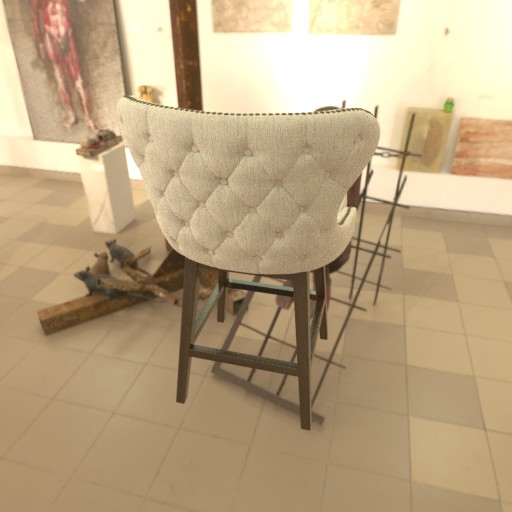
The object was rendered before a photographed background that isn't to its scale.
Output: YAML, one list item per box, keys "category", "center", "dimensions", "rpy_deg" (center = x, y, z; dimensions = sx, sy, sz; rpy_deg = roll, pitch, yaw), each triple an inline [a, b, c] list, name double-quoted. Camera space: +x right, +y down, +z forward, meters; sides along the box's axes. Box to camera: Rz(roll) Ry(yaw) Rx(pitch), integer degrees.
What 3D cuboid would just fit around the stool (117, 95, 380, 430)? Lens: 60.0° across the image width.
- category: "stool"
  center: [0.000, 0.000, 1.336]
  dimensions: [0.615, 0.972, 0.597]
  rpy_deg: [7, 31, 12]
